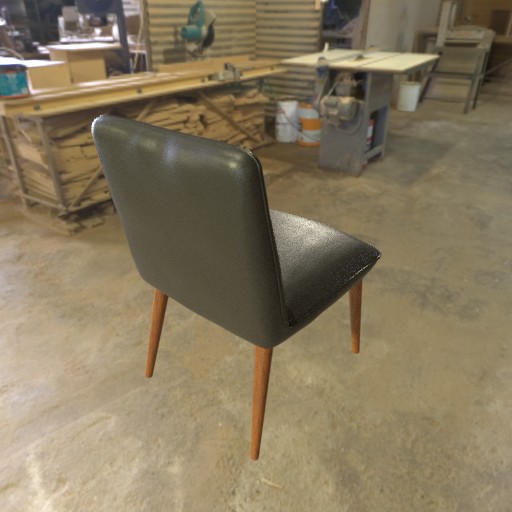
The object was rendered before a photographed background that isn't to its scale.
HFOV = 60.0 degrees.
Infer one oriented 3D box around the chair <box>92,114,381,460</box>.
[{"bbox_3d":[0.000,0.000,1.238,0.543,0.801,0.645,20,35,31],"label":"chair"}]
